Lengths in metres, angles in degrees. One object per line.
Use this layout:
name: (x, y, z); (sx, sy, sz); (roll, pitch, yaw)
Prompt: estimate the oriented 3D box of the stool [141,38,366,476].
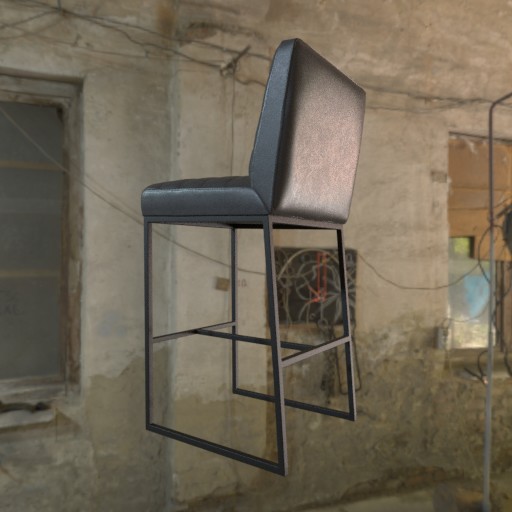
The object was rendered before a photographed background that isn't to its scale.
stool: (0.000, 0.000, 1.358); (0.552, 1.040, 0.457); (0, 0, 35)
